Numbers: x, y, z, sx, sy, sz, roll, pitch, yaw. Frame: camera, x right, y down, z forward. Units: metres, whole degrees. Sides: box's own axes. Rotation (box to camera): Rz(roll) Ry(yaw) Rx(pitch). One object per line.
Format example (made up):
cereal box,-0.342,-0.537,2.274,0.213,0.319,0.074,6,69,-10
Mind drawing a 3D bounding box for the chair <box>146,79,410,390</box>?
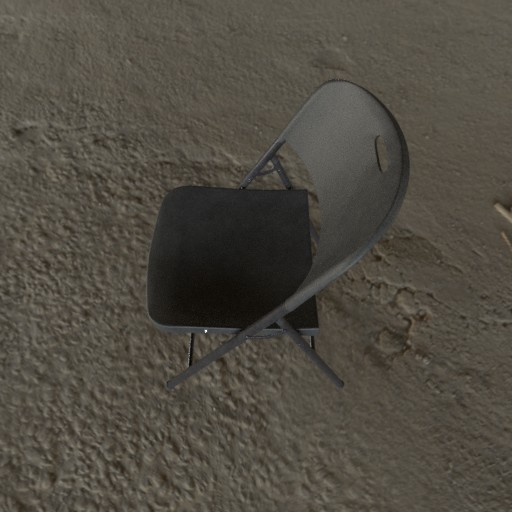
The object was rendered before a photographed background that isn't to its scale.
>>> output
chair,0.000,0.000,1.166,0.567,0.810,0.494,0,59,0
